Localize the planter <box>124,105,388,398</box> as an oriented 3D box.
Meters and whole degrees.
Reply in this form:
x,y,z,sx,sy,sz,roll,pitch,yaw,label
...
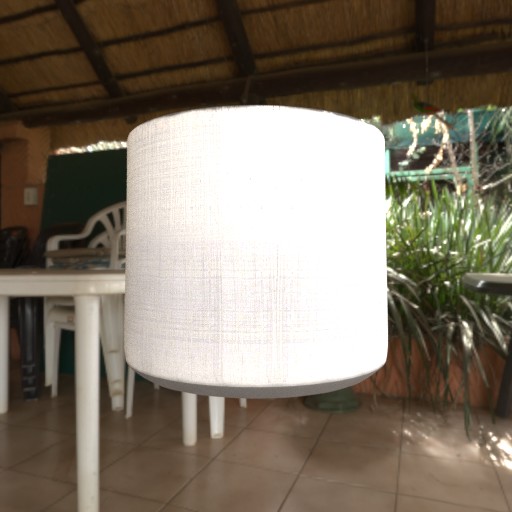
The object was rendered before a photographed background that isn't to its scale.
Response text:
x,y,z,sx,sy,sz,roll,pitch,yaw,label
0.000,0.000,0.446,0.254,0.221,0.254,0,0,0,planter
